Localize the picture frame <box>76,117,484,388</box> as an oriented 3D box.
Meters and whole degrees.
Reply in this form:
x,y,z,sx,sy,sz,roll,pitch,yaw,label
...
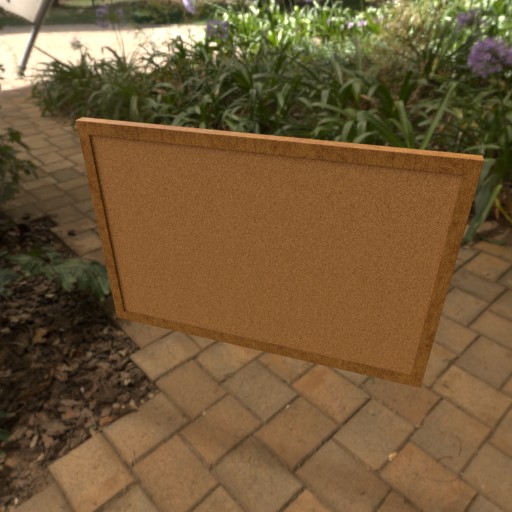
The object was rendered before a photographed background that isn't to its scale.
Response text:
x,y,z,sx,sy,sz,roll,pitch,yaw,label
0.000,0.000,1.138,0.922,0.621,0.029,10,33,15,picture frame
